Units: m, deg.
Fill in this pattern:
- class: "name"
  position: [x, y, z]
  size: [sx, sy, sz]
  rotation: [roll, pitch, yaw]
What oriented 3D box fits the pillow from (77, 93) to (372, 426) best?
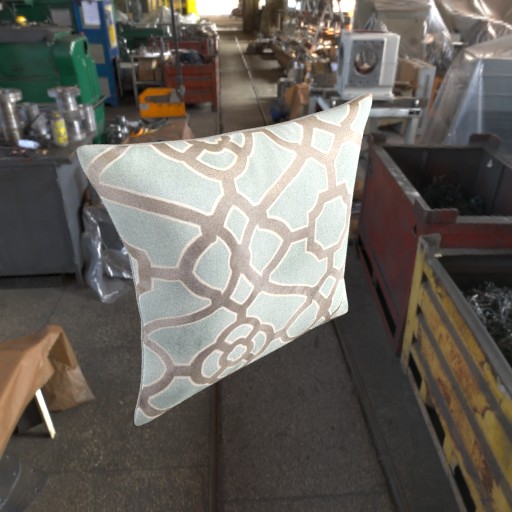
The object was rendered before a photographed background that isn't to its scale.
- class: "pillow"
  position: [0.000, 0.000, 0.814]
  size: [0.552, 0.508, 0.166]
  rotation: [-21, 37, -31]
